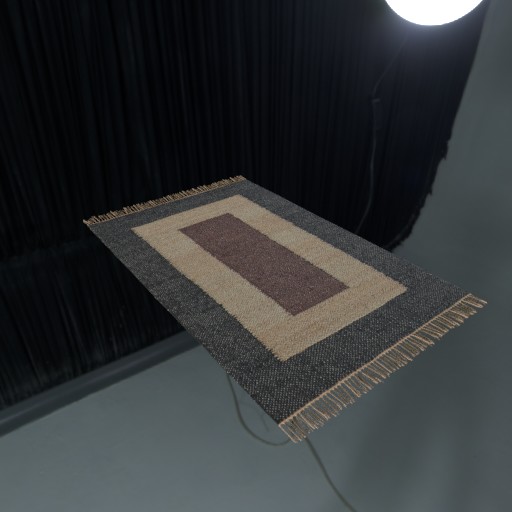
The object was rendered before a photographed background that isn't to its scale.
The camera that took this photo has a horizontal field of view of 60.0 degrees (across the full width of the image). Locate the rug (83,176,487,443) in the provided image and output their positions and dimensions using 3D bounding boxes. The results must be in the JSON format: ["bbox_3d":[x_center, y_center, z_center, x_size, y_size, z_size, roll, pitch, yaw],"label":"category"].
[{"bbox_3d":[0.000,0.000,2.445,1.224,0.027,2.021,-22,38,-31],"label":"rug"}]
